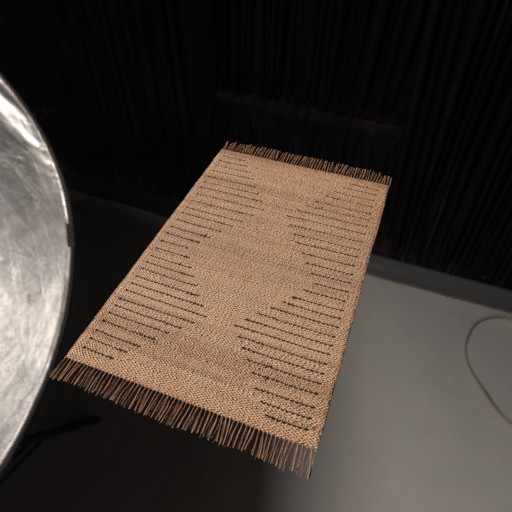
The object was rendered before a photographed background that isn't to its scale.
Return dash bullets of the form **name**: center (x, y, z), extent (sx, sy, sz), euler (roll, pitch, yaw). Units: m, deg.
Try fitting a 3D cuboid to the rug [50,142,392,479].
- **rug**: center (0.000, 0.000, 2.519), extent (1.224, 0.027, 2.085), euler (15, 49, 14)
